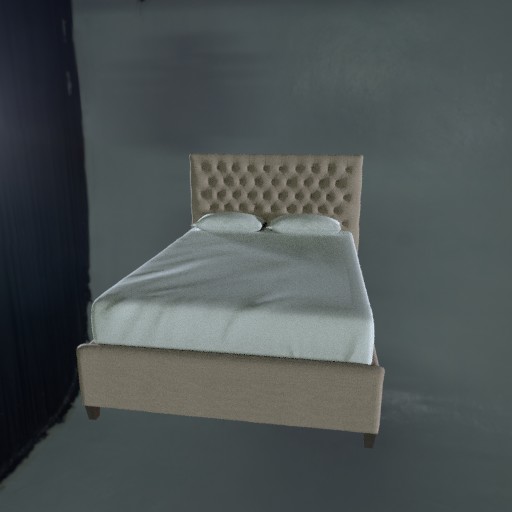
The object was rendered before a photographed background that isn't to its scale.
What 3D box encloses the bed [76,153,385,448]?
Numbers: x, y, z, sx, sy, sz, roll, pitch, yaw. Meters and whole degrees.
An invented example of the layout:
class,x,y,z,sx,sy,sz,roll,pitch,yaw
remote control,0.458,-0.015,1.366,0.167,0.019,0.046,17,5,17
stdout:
class,x,y,z,sx,sy,sz,roll,pitch,yaw
bed,0.000,0.000,3.398,1.698,1.427,2.387,2,16,9
